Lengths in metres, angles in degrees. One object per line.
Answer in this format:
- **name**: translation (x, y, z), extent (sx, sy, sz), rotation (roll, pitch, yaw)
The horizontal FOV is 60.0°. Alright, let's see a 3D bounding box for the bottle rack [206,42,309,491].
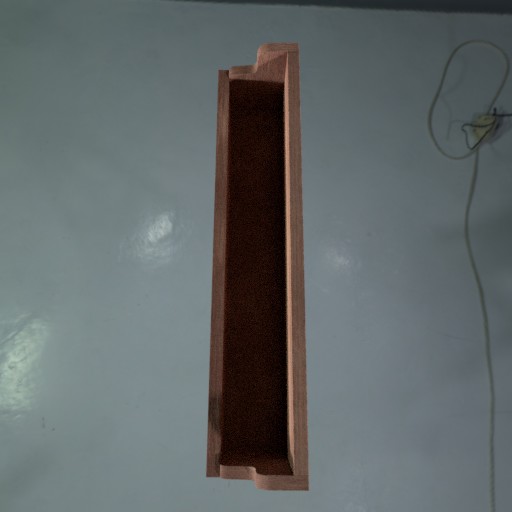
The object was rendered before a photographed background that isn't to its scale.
- **bottle rack**: translation (0.000, 0.000, 0.681), extent (0.126, 0.196, 0.608), rotation (0, 76, 0)
